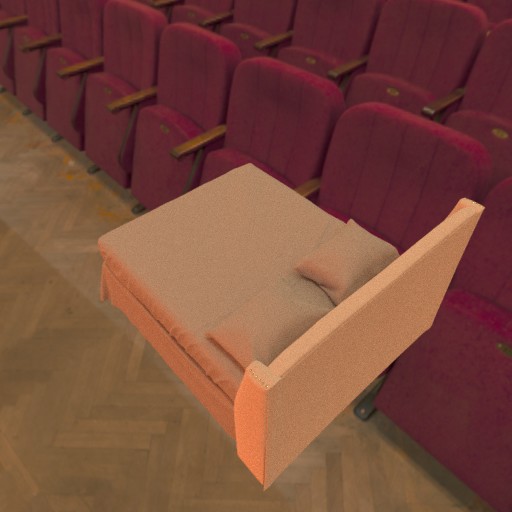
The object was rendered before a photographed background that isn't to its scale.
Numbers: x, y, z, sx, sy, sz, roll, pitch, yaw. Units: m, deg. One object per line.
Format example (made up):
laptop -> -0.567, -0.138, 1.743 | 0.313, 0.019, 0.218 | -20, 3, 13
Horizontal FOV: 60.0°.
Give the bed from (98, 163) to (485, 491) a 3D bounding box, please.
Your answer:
bed -> 0.000, 0.000, 3.403 | 1.925, 1.332, 2.276 | -32, 53, -28
